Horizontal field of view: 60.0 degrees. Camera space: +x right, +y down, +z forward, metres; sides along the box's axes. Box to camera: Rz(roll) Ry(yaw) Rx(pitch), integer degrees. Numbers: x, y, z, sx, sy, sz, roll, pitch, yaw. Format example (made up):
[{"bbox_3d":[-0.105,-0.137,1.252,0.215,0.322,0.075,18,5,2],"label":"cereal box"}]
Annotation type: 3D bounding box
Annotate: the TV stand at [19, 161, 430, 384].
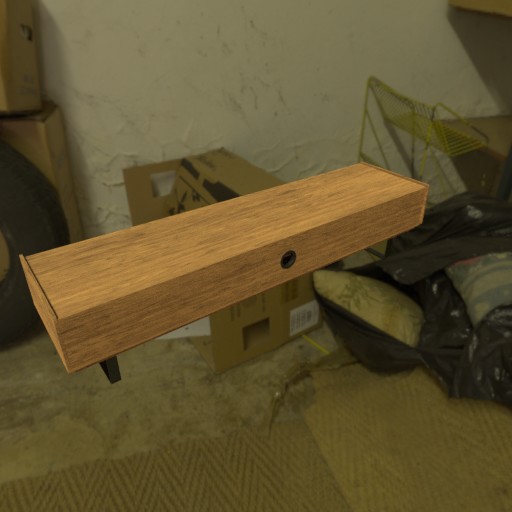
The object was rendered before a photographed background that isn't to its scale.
[{"bbox_3d":[0.000,0.000,2.010,1.796,0.415,0.467,-20,36,-30],"label":"TV stand"}]
